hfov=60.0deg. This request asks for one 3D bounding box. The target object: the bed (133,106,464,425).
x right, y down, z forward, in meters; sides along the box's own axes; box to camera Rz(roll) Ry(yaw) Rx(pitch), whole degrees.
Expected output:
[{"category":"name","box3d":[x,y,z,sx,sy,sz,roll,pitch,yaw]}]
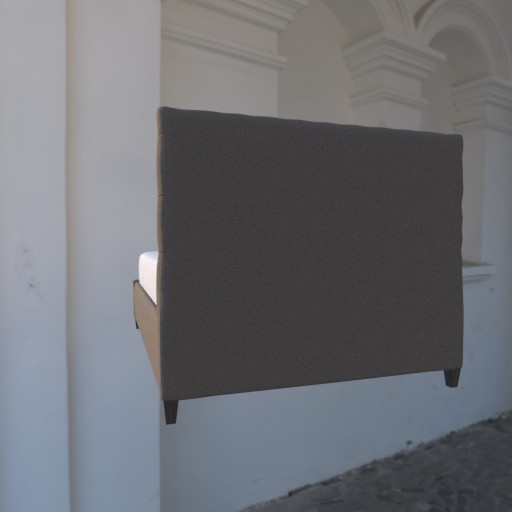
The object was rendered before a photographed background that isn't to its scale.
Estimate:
[{"category":"bed","box3d":[0.000,0.000,3.334,1.698,1.427,2.387,-1,2,-18]}]
